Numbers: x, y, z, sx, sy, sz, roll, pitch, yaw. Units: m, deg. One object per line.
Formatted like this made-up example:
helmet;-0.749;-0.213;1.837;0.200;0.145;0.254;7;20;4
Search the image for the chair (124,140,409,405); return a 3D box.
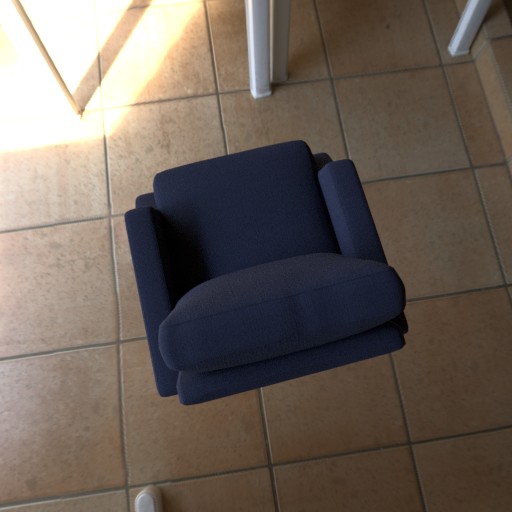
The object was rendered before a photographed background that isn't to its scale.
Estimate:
chair;0.000;0.000;1.659;0.855;0.991;0.897;-14;76;-3
